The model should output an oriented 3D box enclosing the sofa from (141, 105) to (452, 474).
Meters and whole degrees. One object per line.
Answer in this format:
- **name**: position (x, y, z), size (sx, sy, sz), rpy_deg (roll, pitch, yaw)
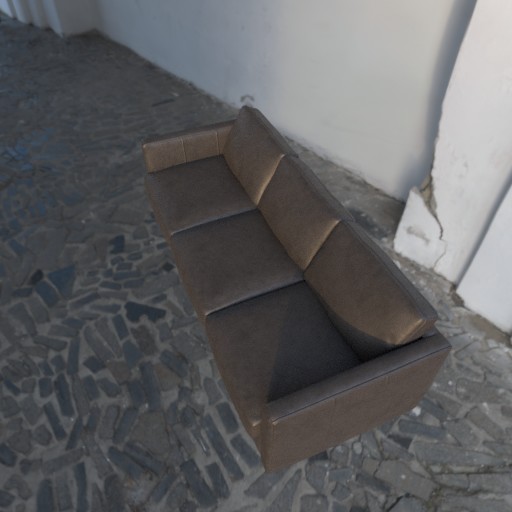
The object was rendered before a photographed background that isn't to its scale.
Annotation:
- **sofa**: position (0.000, 0.000, 2.991), size (1.045, 1.006, 2.464), rpy_deg (-17, 48, -16)
